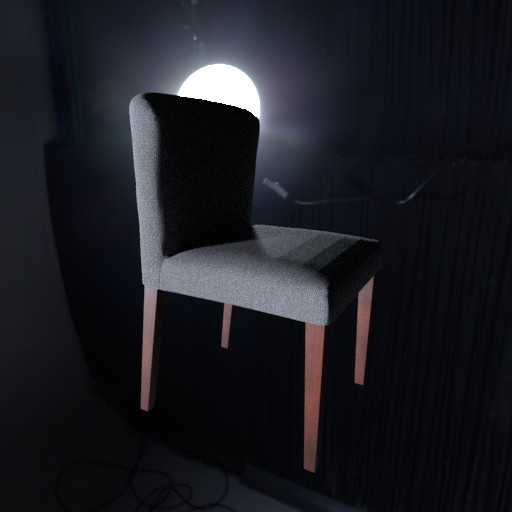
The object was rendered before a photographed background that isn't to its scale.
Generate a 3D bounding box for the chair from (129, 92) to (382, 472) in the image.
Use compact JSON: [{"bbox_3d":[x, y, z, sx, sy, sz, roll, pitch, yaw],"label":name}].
[{"bbox_3d":[0.000,0.000,1.191,0.589,0.839,0.491,8,18,27],"label":"chair"}]
